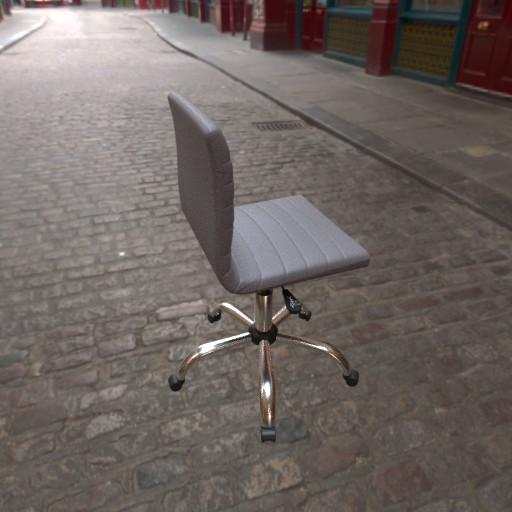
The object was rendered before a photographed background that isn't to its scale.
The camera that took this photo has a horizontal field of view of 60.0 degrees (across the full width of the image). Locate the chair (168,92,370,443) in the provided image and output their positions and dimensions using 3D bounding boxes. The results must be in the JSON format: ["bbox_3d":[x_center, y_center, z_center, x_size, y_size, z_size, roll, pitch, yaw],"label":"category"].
[{"bbox_3d":[0.000,0.000,1.159,0.530,0.780,0.556,-10,32,-17],"label":"chair"}]
